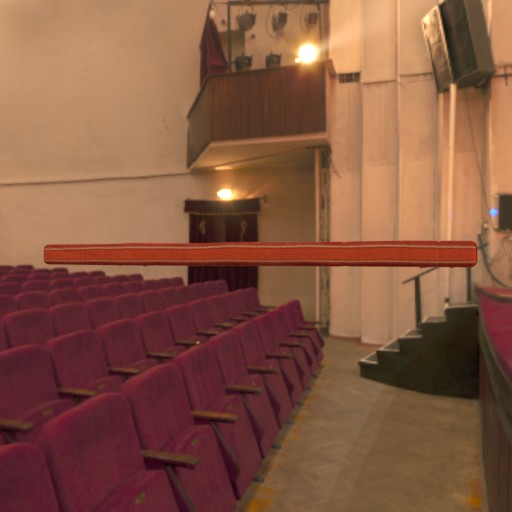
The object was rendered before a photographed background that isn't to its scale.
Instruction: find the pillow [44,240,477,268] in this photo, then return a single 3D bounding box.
[{"bbox_3d":[0.000,0.000,1.350,1.187,0.081,0.492,0,0,16],"label":"pillow"}]
